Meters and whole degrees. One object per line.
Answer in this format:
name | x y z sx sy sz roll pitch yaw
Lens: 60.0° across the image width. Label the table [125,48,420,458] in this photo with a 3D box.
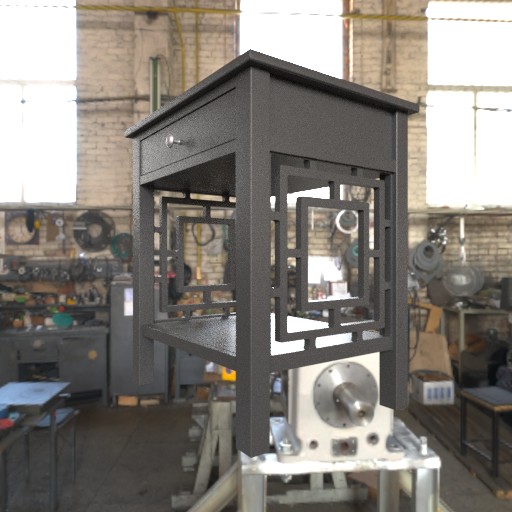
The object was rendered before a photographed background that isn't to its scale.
table | 0.000 0.000 1.039 0.451 0.646 0.564 0 0 -36
